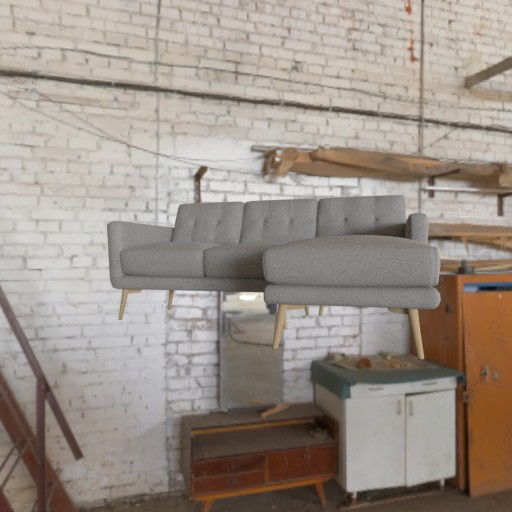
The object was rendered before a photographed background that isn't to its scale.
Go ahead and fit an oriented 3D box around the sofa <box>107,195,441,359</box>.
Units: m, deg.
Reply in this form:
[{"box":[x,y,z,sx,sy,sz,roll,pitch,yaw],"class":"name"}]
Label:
[{"box":[0.000,0.000,2.779,2.040,0.860,1.530,0,0,18],"class":"sofa"}]
